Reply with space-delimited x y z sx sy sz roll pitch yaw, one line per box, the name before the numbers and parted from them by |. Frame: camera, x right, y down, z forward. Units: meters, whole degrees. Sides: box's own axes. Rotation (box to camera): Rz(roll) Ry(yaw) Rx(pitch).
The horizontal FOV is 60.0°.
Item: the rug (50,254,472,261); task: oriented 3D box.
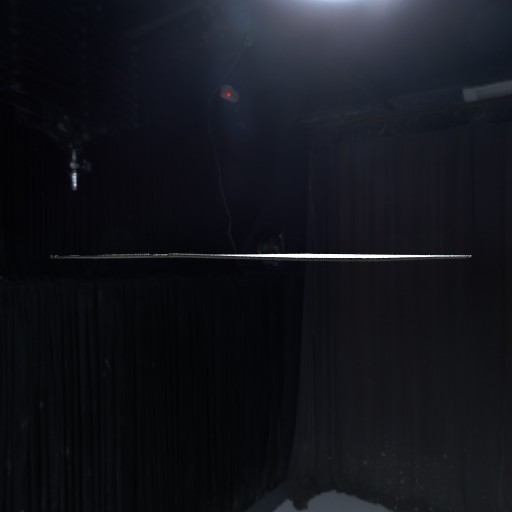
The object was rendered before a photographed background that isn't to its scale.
rug | 0.000 0.000 3.670 2.869 0.038 2.032 0 0 38
